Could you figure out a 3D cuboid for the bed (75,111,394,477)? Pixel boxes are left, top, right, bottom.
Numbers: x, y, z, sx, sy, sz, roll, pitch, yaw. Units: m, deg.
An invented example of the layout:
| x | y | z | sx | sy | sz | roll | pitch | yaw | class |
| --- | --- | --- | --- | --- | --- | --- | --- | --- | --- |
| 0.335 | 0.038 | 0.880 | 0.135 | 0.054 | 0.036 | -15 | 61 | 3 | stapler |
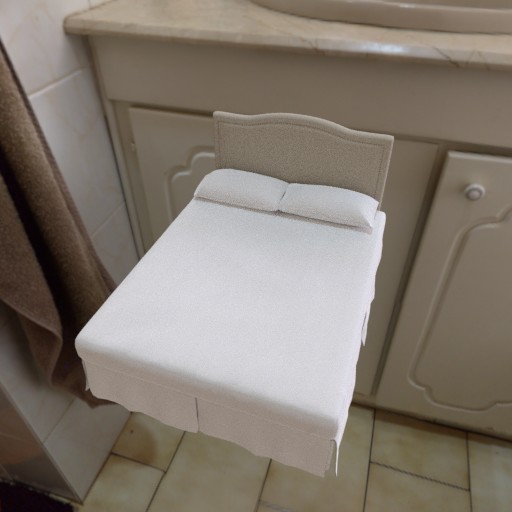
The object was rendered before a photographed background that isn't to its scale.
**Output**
| x | y | z | sx | sy | sz | roll | pitch | yaw | class |
| --- | --- | --- | --- | --- | --- | --- | --- | --- | --- |
| 0.000 | 0.000 | 3.602 | 1.977 | 1.437 | 2.477 | 13 | 42 | 15 | bed |
